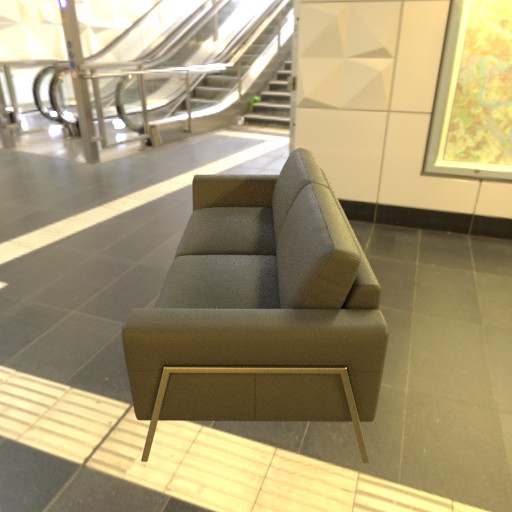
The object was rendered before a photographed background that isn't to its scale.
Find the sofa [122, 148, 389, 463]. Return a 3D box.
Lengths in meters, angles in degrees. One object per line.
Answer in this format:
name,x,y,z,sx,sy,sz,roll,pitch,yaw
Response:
sofa,0.000,0.000,2.507,0.953,0.875,2.017,0,26,0
